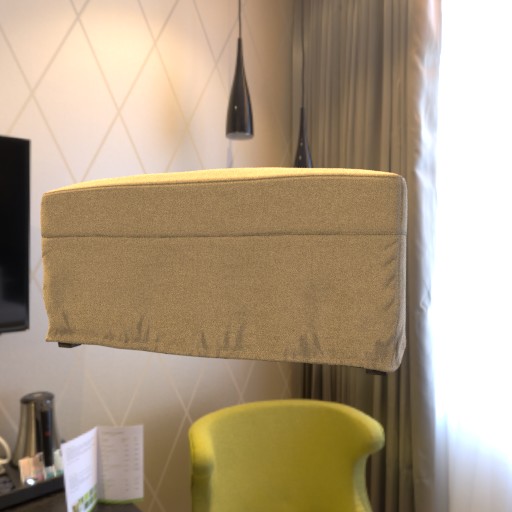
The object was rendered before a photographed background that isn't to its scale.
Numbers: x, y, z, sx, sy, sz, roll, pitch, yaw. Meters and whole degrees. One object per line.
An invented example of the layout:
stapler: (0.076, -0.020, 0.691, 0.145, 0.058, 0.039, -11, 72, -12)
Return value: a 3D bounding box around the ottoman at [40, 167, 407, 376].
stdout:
ottoman: (0.000, 0.000, 1.310, 0.843, 0.436, 0.840, 0, 1, 18)
